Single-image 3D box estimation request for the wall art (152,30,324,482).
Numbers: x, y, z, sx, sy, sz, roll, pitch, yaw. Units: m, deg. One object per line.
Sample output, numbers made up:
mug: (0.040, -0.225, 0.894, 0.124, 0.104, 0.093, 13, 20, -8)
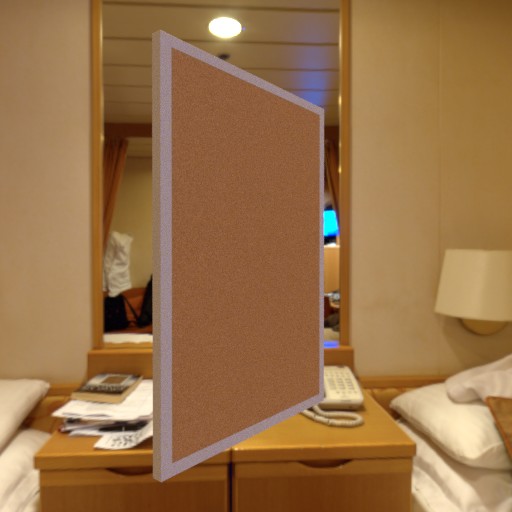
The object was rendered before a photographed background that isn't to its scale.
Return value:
wall art: (0.000, 0.000, 0.545, 0.013, 0.433, 0.303, 0, 1, 39)
